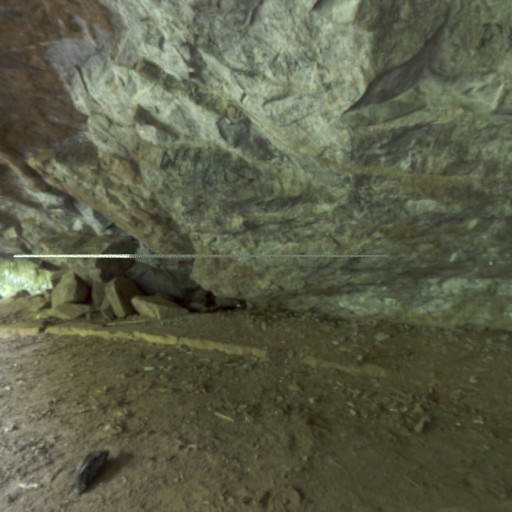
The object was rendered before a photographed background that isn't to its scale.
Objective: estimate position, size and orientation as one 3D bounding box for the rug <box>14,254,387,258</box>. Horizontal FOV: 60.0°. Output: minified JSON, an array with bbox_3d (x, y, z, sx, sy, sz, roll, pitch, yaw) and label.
[{"bbox_3d":[0.000,0.000,1.957,0.562,0.009,1.824,0,0,35],"label":"rug"}]
